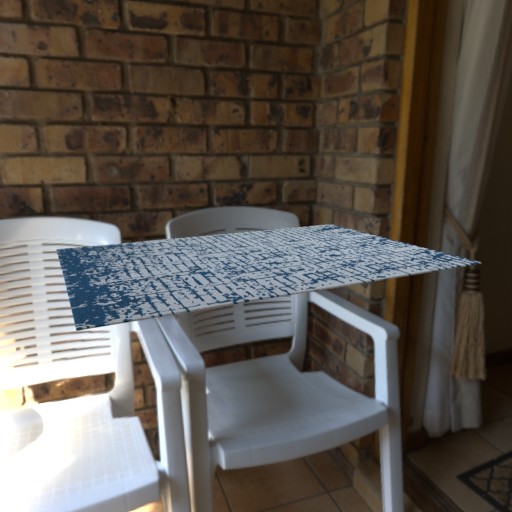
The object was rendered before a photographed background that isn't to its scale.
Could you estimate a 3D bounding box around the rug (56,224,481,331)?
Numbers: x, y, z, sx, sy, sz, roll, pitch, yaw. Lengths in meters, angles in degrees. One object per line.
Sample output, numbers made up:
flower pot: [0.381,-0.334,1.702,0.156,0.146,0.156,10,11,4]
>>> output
rug: [0.000,0.000,2.278,1.828,0.007,1.220,-7,15,-25]
